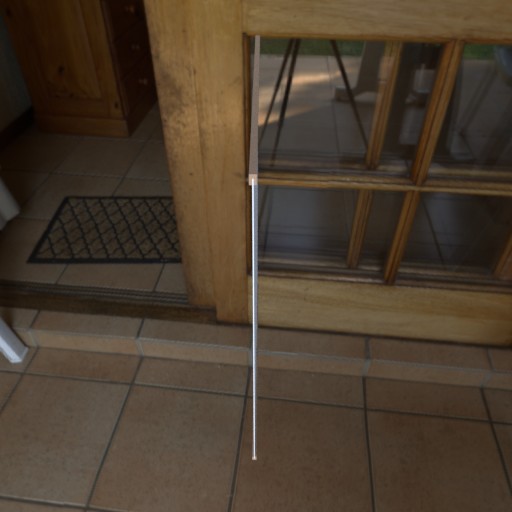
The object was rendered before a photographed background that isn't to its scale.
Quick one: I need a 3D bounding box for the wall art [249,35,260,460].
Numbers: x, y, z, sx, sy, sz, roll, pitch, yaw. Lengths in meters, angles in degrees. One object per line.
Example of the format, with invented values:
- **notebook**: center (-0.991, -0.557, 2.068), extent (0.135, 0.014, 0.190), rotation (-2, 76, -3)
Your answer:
- **wall art**: center (0.000, 0.000, 1.322), extent (0.013, 1.016, 0.758), rotation (1, 42, 1)
